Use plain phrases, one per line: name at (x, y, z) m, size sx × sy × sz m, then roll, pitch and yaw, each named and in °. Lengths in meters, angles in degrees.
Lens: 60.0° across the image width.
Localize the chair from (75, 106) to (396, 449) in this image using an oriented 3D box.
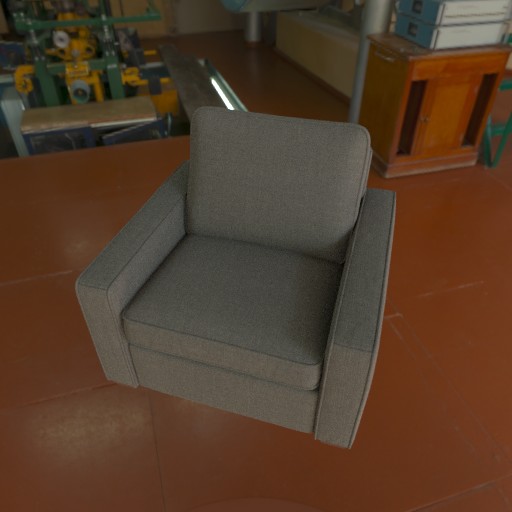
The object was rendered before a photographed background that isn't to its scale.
chair at (0.000, 0.000, 1.750) m, size 1.017 × 0.919 × 0.940 m, roll 11°, pitch 41°, yaw 13°
